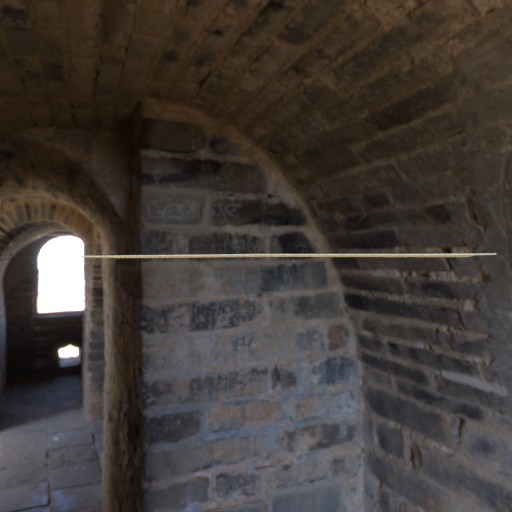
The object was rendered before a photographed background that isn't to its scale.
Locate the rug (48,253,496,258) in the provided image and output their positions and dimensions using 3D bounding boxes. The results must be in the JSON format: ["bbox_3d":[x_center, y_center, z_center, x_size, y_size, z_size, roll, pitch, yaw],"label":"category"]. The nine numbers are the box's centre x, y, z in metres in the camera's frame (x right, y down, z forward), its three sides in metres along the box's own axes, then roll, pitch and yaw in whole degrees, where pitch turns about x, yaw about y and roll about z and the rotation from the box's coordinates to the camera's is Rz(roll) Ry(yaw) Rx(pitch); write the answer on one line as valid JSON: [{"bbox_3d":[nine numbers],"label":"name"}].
[{"bbox_3d":[0.000,0.000,2.541,2.340,0.013,0.686,0,-1,18],"label":"rug"}]
